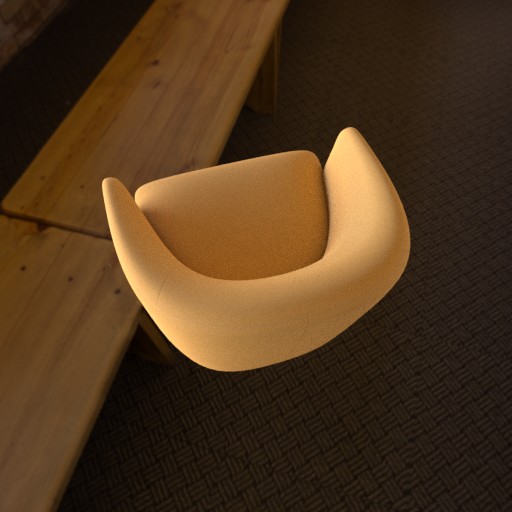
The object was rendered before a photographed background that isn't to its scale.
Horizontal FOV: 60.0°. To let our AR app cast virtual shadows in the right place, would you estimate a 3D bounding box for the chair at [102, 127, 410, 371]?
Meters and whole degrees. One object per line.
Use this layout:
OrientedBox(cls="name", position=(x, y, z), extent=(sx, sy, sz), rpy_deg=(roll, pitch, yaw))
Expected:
OrientedBox(cls="chair", position=(0.000, 0.000, 1.372), extent=(0.773, 0.698, 0.767), rpy_deg=(-14, 59, -9))
